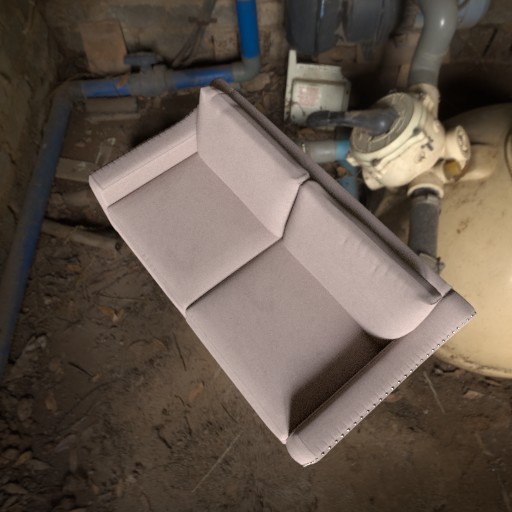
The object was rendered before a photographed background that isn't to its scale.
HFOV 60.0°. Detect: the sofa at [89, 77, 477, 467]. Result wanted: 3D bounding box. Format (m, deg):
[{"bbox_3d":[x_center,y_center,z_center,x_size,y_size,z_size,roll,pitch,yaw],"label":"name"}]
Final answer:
[{"bbox_3d":[0.000,0.000,2.485,1.030,0.901,1.967,-36,69,-17],"label":"sofa"}]
